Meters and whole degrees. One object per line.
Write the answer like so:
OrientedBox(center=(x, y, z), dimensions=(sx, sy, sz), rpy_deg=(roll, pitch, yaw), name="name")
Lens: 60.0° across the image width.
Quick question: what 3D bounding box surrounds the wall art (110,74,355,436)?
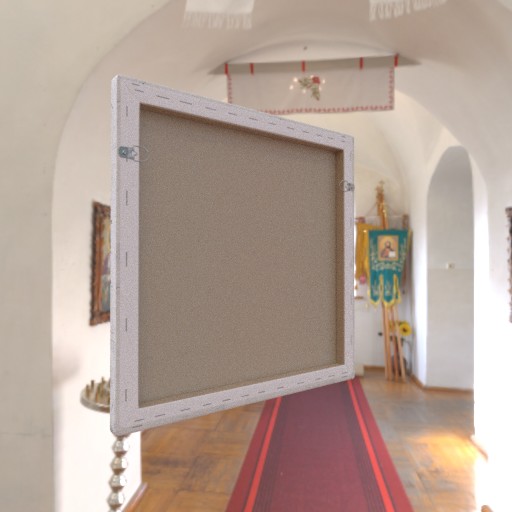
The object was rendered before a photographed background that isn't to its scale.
OrientedBox(center=(0.000, 0.000, 1.170), dimensions=(0.762, 0.762, 0.038), rpy_deg=(1, -1, -38), name="wall art")
